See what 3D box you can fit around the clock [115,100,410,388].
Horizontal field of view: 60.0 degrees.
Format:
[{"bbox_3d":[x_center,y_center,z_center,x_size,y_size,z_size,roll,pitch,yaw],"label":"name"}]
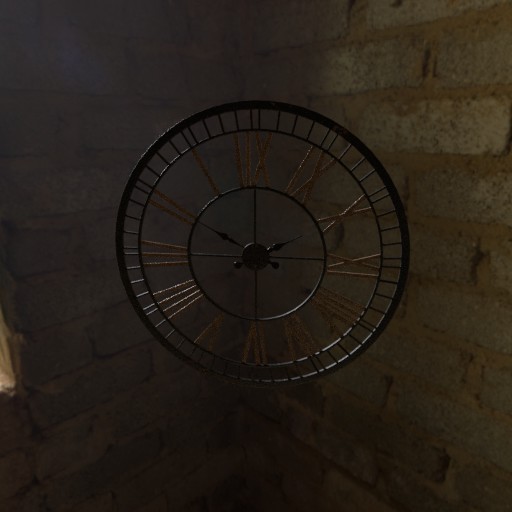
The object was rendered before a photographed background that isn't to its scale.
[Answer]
[{"bbox_3d":[0.000,0.000,1.270,0.843,0.843,0.025,2,16,9],"label":"clock"}]
